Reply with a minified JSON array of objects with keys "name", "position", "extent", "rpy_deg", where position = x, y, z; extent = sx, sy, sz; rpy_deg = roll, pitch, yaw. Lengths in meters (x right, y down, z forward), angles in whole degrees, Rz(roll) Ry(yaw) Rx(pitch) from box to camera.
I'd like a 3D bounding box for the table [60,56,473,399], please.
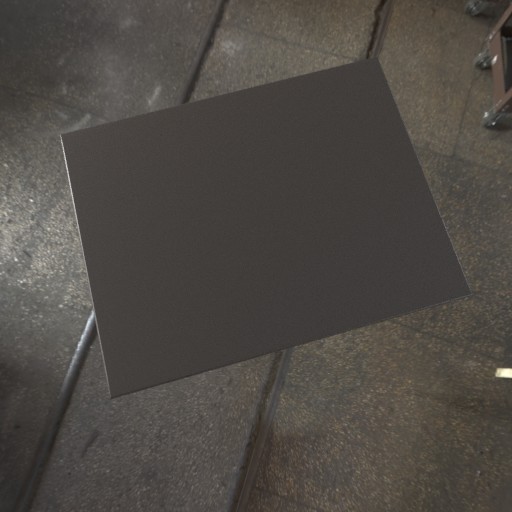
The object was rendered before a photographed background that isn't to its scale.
[{"name":"table","position":[0.000,0.000,1.021],"extent":[0.564,0.646,0.451],"rpy_deg":[-15,77,-4]}]
